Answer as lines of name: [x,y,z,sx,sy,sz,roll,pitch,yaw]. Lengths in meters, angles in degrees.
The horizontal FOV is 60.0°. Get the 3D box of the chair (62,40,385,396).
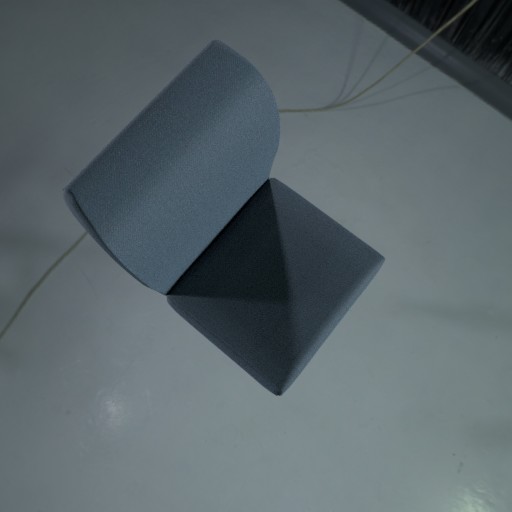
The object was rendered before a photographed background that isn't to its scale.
chair: [0.000,0.000,1.192,0.592,0.804,0.513,37,78,9]
